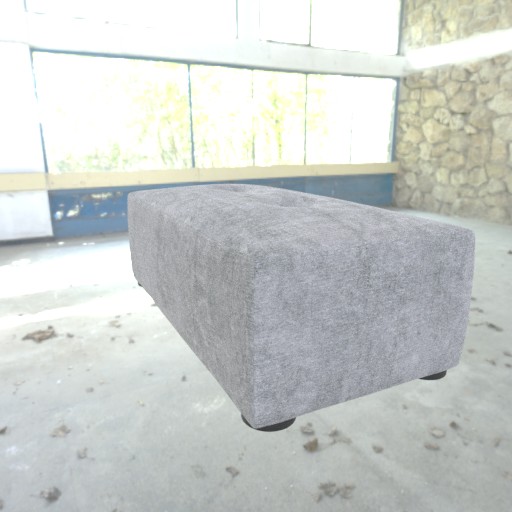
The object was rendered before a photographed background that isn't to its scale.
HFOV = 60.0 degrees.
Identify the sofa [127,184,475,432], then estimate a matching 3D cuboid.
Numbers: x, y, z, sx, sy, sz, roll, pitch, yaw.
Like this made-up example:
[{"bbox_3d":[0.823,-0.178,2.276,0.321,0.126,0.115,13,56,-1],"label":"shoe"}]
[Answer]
[{"bbox_3d":[0.000,0.000,1.140,0.480,0.330,0.930,-7,16,-26],"label":"sofa"}]
